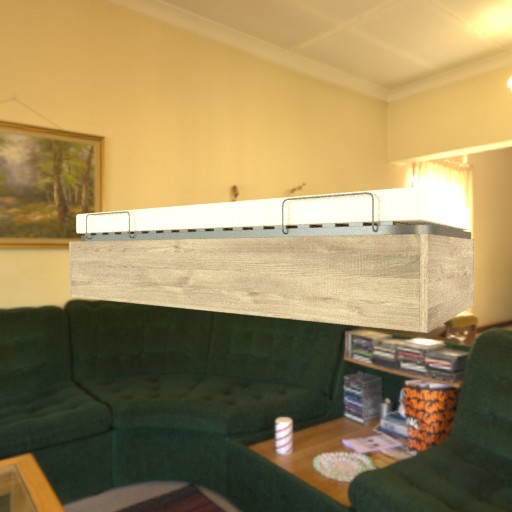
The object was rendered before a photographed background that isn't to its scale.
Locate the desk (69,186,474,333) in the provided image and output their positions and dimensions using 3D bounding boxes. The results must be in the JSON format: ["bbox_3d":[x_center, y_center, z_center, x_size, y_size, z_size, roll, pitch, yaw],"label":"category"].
[{"bbox_3d":[0.000,0.000,2.258,1.900,0.455,0.900,0,1,35],"label":"desk"}]
